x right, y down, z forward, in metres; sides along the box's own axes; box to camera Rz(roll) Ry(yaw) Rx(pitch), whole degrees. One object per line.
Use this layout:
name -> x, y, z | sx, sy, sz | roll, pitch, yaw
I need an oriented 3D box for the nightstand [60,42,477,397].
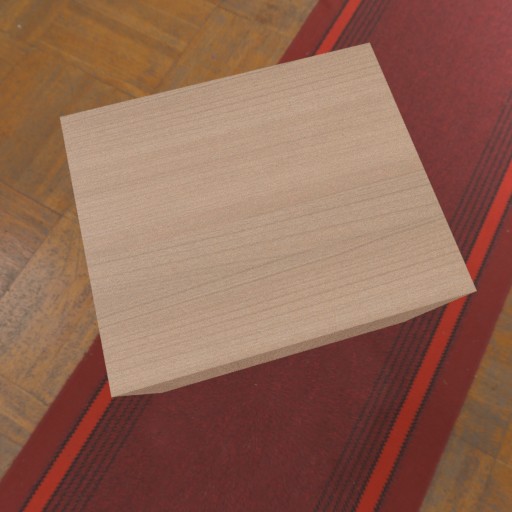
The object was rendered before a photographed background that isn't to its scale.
nightstand -> 0.000, 0.000, 0.827 | 0.450, 0.530, 0.380 | -15, 74, -4
